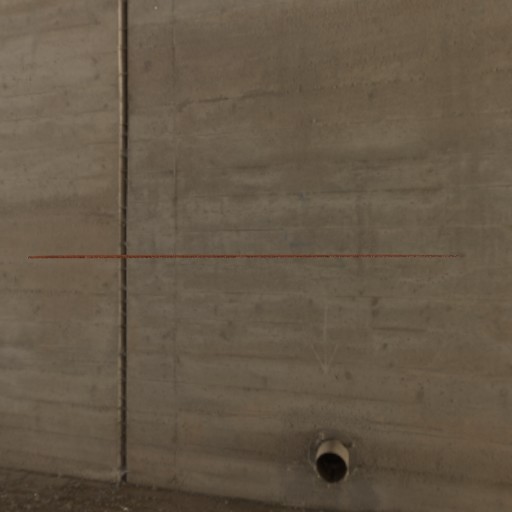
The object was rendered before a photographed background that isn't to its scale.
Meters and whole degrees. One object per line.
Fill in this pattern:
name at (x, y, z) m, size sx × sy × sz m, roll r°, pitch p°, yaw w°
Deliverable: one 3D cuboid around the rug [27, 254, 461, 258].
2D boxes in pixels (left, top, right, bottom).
rug at (0.000, 0.000, 2.753) m, size 2.471 × 0.013 × 0.914 m, roll 0°, pitch 0°, yaw -20°
